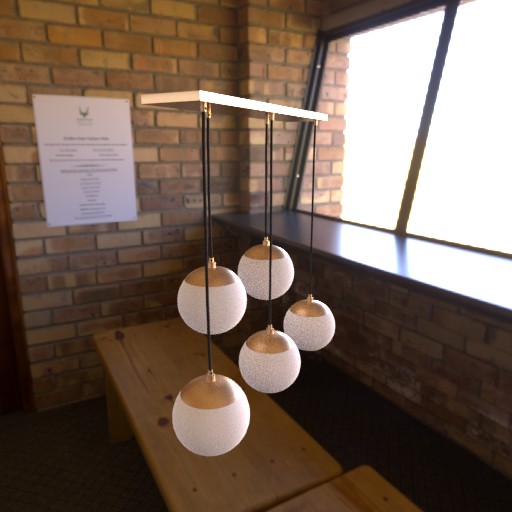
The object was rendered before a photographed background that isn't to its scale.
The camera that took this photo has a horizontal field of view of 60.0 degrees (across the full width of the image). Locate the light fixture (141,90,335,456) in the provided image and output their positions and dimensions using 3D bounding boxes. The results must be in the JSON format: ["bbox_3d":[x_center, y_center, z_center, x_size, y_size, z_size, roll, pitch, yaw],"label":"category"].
[{"bbox_3d":[0.000,0.000,1.359,0.299,0.869,0.863,7,15,28],"label":"light fixture"}]
